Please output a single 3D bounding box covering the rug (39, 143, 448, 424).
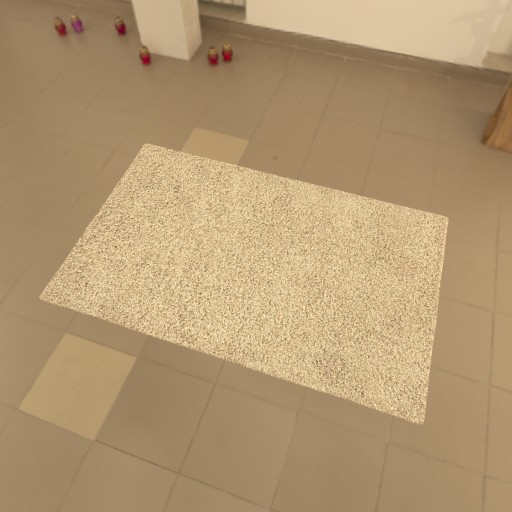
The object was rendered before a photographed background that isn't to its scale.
[{"bbox_3d":[0.000,0.000,3.034,2.438,0.030,1.524,16,58,10],"label":"rug"}]
